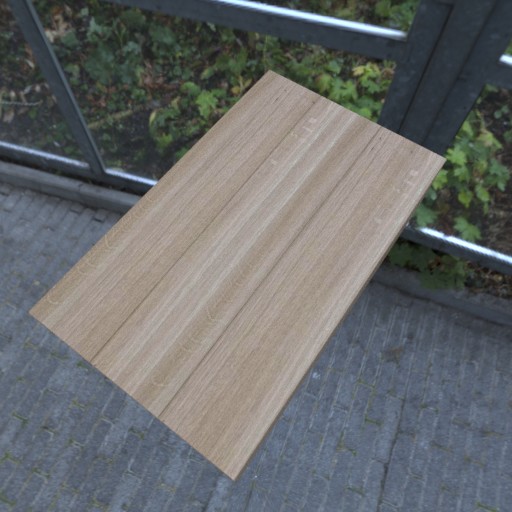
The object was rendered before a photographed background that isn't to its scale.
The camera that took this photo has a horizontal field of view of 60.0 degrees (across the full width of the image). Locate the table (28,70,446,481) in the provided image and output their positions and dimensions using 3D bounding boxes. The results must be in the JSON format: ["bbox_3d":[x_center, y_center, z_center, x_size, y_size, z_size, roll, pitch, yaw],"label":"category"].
[{"bbox_3d":[0.000,0.000,1.434,0.678,0.353,1.110,33,68,15],"label":"table"}]
